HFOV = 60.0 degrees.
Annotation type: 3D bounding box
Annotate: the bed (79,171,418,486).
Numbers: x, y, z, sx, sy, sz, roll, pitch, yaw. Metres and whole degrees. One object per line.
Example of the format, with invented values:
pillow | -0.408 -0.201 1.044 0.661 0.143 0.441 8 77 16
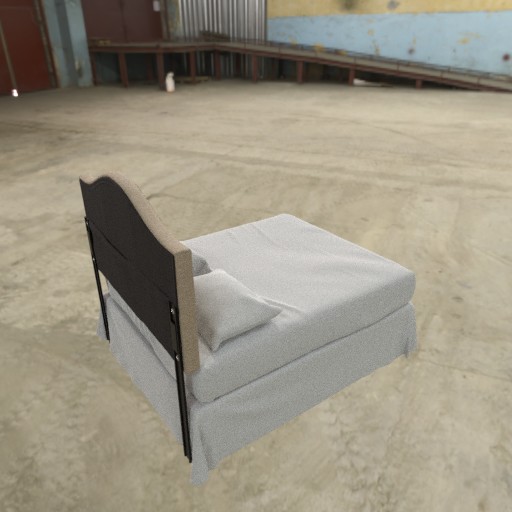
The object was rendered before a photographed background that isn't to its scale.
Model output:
bed | 0.000 0.000 3.472 2.221 1.645 1.876 -18 32 -31
